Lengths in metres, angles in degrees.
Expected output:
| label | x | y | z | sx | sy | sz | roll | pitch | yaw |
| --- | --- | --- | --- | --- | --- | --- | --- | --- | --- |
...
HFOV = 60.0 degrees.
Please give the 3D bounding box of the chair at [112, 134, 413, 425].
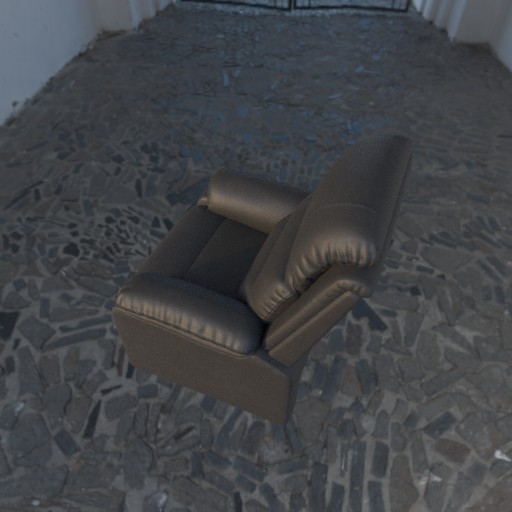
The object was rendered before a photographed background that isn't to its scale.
| label | x | y | z | sx | sy | sz | roll | pitch | yaw |
| --- | --- | --- | --- | --- | --- | --- | --- | --- | --- |
| chair | 0.000 | 0.000 | 1.701 | 0.919 | 0.992 | 0.855 | 16 | 48 | 15 |
